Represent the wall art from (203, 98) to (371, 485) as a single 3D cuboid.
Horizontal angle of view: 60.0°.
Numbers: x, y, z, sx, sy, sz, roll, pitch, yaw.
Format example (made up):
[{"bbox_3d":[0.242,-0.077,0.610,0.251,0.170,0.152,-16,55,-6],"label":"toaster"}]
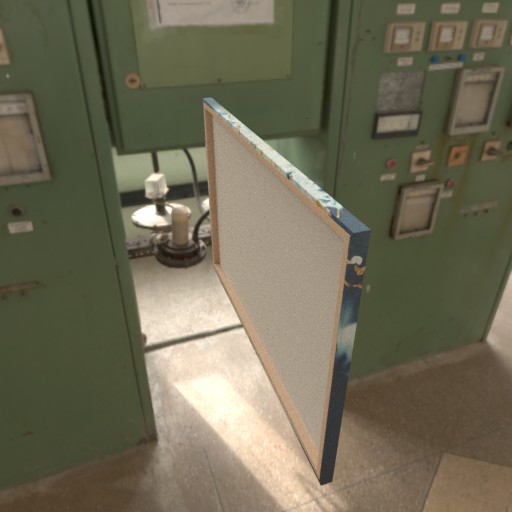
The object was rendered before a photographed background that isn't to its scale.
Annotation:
[{"bbox_3d":[0.000,0.000,1.436,0.035,0.759,1.138,-10,33,-16],"label":"wall art"}]
